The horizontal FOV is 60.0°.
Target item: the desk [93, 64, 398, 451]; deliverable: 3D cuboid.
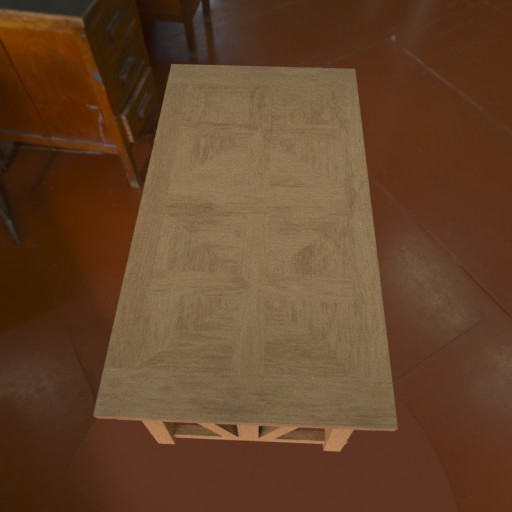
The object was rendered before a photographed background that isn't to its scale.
[{"bbox_3d":[0.000,0.000,1.894,0.813,0.762,1.499,2,59,1],"label":"desk"}]
